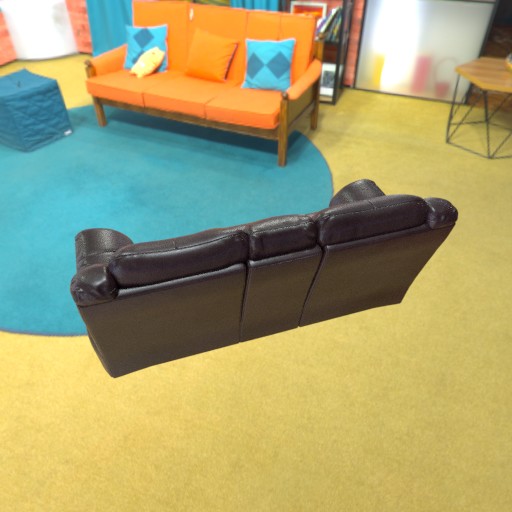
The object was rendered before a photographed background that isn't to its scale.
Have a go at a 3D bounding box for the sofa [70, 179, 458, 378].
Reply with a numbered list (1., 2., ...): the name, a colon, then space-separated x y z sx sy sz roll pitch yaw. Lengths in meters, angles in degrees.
1. sofa: 0.000 0.000 2.698 2.058 1.043 0.991 -12 42 -14
